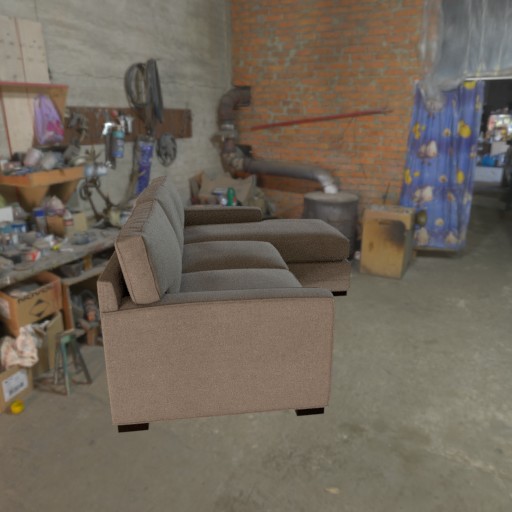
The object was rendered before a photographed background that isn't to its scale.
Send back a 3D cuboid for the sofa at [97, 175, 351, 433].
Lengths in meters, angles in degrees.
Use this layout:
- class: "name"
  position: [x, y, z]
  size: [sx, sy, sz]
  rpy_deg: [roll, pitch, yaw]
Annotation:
- class: "sofa"
  position: [0.000, 0.000, 2.791]
  size: [1.496, 0.861, 2.087]
  rpy_deg: [-2, 17, -8]
